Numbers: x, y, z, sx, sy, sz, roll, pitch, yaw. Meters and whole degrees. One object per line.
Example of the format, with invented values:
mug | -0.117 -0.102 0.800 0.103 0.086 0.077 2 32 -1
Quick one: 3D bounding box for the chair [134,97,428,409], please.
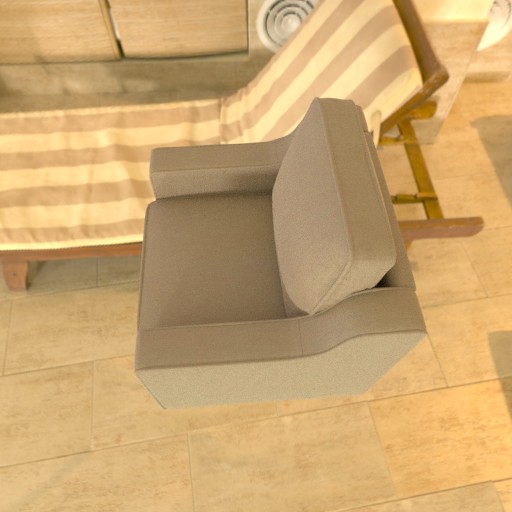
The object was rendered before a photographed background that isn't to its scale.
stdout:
chair | 0.000 0.000 1.669 0.882 0.948 0.922 -3 58 -2
